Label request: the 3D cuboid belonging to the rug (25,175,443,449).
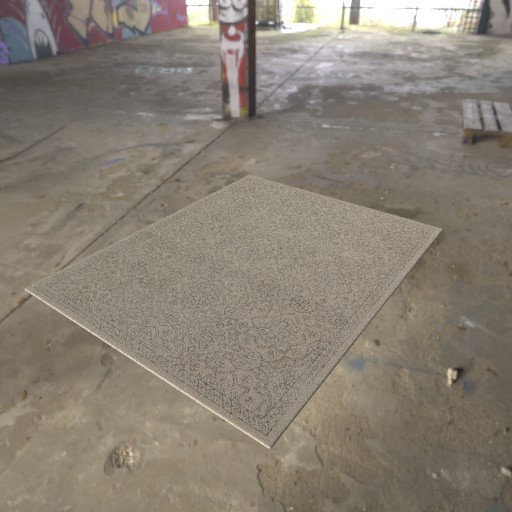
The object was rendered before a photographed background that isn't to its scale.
[{"bbox_3d":[0.000,0.000,4.034,2.441,0.015,3.050,21,38,30],"label":"rug"}]
